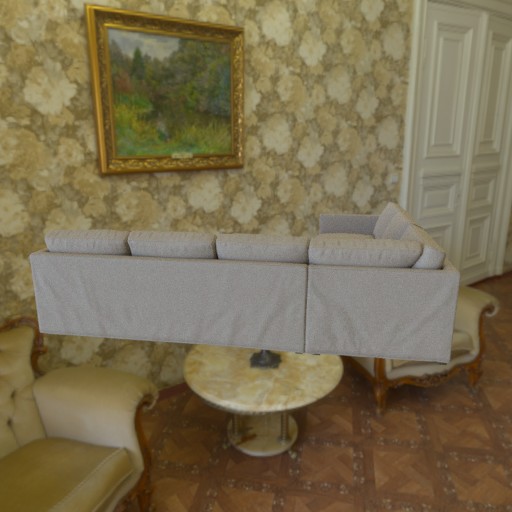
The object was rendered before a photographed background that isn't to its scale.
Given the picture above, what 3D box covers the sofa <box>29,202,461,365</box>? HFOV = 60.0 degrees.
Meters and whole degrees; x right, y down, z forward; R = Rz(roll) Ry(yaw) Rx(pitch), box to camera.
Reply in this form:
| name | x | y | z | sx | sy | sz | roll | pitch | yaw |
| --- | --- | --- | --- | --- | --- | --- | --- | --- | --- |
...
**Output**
| name | x | y | z | sx | sy | sz | roll | pitch | yaw |
| --- | --- | --- | --- | --- | --- | --- | --- | --- | --- |
| sofa | 0.000 | 0.000 | 4.393 | 3.182 | 0.871 | 2.432 | 2 | 15 | 9 |
